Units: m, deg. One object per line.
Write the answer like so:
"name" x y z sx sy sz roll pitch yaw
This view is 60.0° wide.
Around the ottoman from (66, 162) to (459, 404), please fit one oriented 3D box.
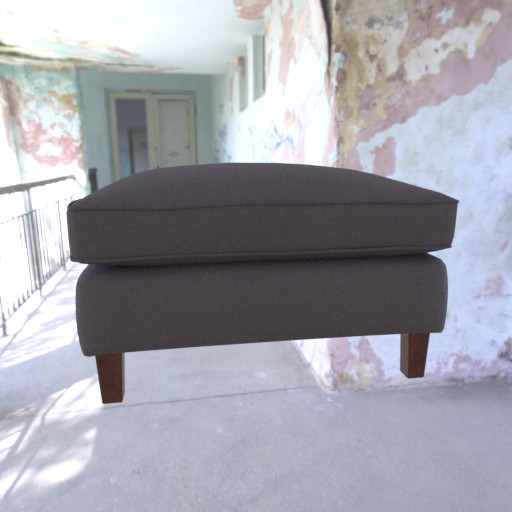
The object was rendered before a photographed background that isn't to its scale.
"ottoman" 0.000 0.000 0.985 0.686 0.406 0.508 -2 14 -9
